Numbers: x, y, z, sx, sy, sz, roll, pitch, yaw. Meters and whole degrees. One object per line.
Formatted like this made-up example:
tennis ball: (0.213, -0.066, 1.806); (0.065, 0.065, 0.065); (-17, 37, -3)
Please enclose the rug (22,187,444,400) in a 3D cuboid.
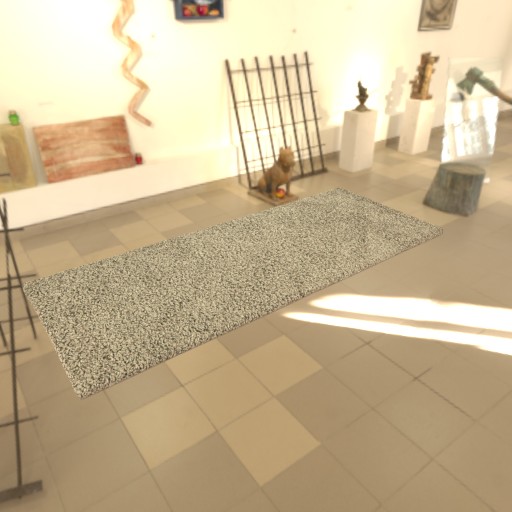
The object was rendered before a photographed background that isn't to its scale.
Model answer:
rug: (0.000, 0.000, 1.681); (1.524, 0.030, 0.609); (-20, 35, -31)
